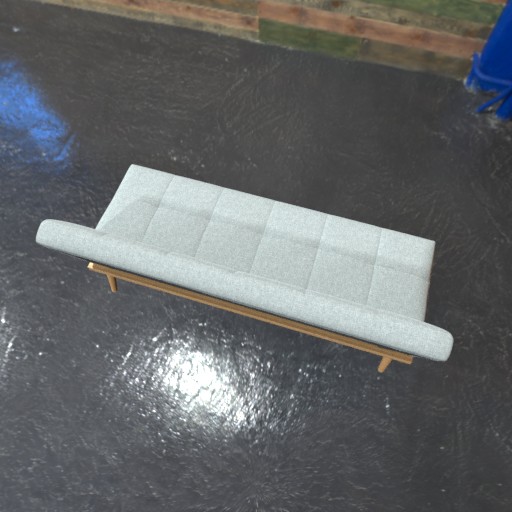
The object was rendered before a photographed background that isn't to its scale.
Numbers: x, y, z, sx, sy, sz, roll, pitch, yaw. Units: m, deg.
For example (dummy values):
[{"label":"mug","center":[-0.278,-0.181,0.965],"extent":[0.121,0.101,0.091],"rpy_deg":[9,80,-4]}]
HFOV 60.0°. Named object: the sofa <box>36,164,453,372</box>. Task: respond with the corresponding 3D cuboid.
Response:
[{"label":"sofa","center":[0.000,0.000,2.305],"extent":[1.820,0.800,0.800],"rpy_deg":[15,64,8]}]
